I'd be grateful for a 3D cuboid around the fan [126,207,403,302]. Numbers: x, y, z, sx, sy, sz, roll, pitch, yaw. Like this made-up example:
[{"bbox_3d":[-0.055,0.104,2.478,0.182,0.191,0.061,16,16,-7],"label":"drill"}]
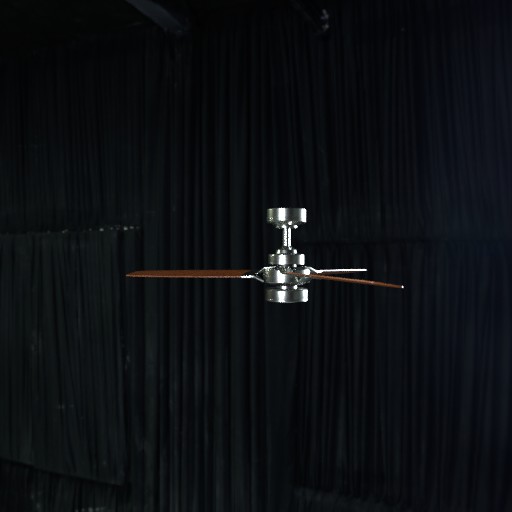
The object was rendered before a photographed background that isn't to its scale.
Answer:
[{"bbox_3d":[0.000,0.000,2.047,1.271,0.410,1.416,0,0,18],"label":"fan"}]
